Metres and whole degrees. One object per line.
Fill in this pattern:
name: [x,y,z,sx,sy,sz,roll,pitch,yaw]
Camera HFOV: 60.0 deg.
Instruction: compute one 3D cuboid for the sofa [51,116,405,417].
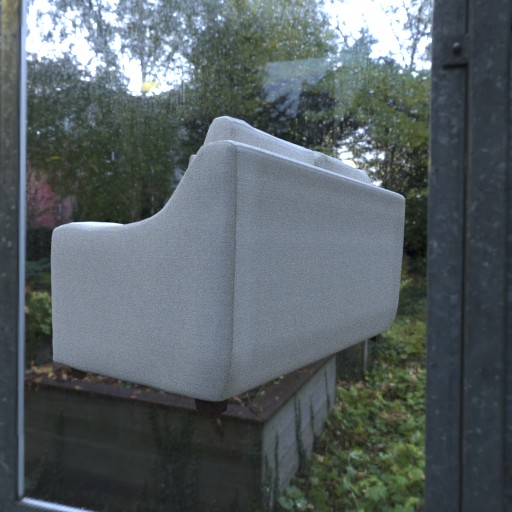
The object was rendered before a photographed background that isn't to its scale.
sofa: [0.000,0.000,2.305,1.040,1.047,1.744,0,1,36]
